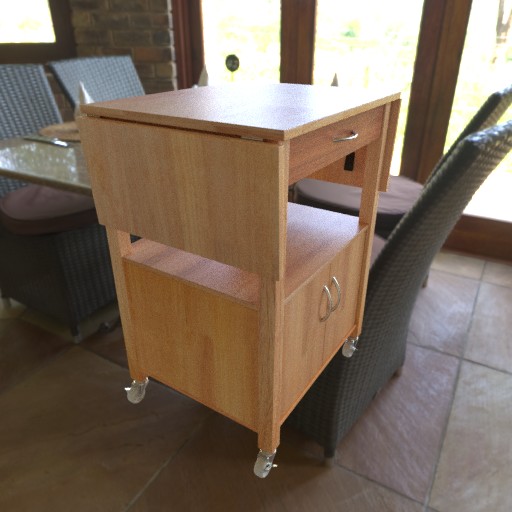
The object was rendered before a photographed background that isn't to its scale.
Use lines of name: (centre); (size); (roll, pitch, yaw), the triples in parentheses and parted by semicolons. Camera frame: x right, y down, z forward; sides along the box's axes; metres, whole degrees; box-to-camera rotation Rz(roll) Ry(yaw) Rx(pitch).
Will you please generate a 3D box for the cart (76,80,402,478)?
cart: (0.000, 0.000, 1.232); (0.508, 0.838, 0.640); (17, 31, 29)
